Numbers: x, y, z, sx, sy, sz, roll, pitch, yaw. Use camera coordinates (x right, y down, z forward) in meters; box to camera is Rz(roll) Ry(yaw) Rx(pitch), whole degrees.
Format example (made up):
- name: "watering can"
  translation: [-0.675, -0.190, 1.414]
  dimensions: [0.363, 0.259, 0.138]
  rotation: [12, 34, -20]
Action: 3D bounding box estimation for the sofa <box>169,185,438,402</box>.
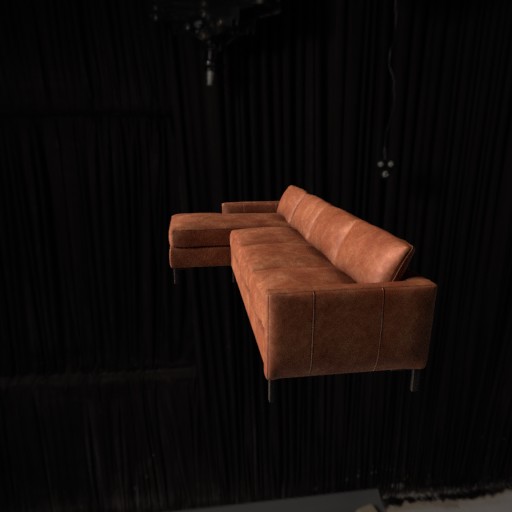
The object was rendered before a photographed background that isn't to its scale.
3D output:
- name: "sofa"
  translation: [0.000, 0.000, 3.656]
  dimensions: [1.471, 0.859, 2.993]
  rotation: [-2, 16, -8]
